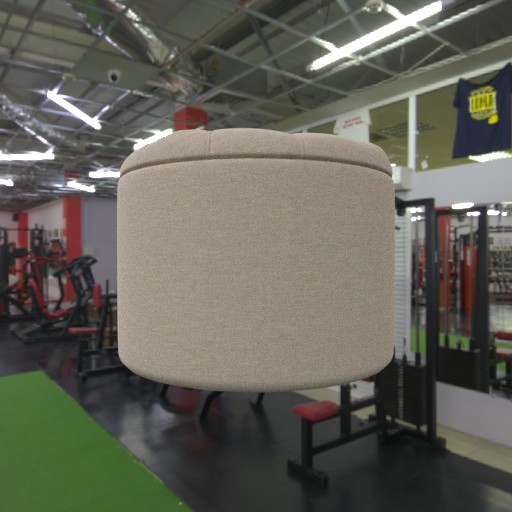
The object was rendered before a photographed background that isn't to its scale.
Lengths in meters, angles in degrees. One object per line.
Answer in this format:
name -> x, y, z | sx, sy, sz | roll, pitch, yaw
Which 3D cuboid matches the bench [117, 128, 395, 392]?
bench -> 0.000, 0.000, 1.004 | 0.600, 0.454, 0.600 | 0, 0, 0
